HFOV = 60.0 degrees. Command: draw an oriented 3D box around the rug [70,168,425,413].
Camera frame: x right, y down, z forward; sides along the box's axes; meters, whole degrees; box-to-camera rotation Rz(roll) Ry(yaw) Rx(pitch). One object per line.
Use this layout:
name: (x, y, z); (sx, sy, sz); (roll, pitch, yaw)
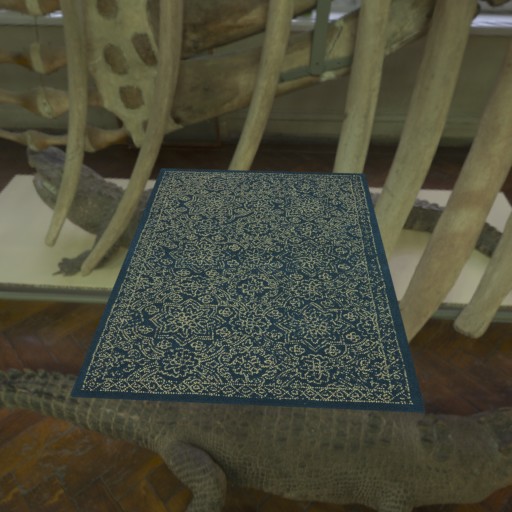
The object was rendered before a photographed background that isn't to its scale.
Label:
rug: (0.000, 0.000, 4.158); (2.438, 0.010, 3.048); (2, 42, 2)
